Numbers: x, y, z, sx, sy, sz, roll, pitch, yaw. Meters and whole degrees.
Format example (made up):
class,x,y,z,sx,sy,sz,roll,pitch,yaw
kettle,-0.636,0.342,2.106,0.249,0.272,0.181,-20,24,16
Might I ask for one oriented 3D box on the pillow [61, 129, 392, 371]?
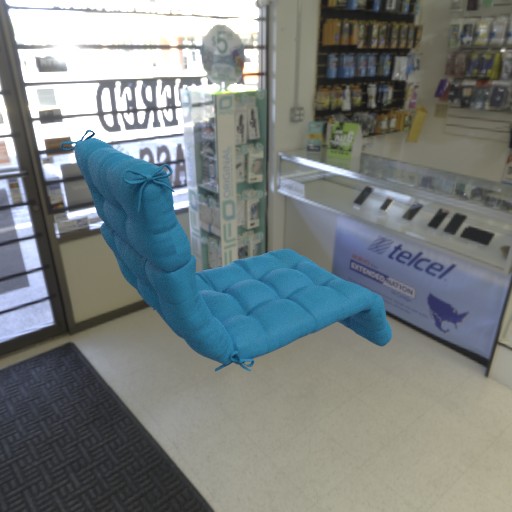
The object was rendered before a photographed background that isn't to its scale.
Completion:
class,x,y,z,sx,sy,sz,roll,pitch,yaw
pillow,0.000,0.000,1.509,1.016,0.863,0.526,-17,30,-32
